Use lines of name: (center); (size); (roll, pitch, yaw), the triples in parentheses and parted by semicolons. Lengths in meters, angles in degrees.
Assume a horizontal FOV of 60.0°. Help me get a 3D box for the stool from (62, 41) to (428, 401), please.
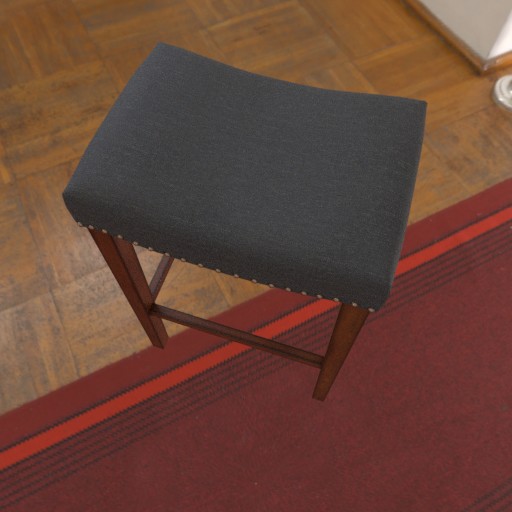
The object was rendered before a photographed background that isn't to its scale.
stool: (0.000, 0.000, 0.981); (0.502, 0.760, 0.366); (16, 64, 8)
